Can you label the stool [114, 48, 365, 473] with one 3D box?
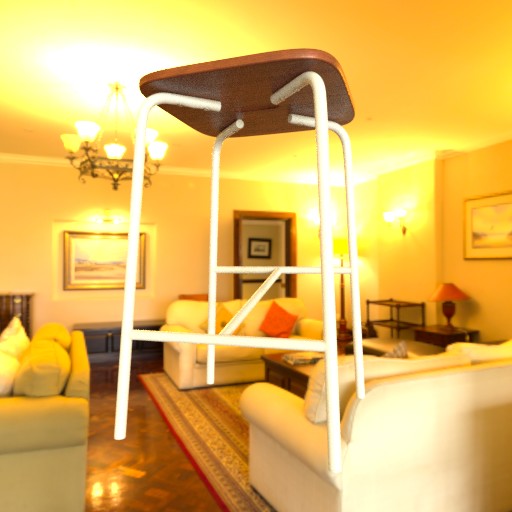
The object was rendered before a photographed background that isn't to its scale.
[{"bbox_3d":[0.000,0.000,0.856,0.376,0.610,0.376,0,-1,19],"label":"stool"}]
